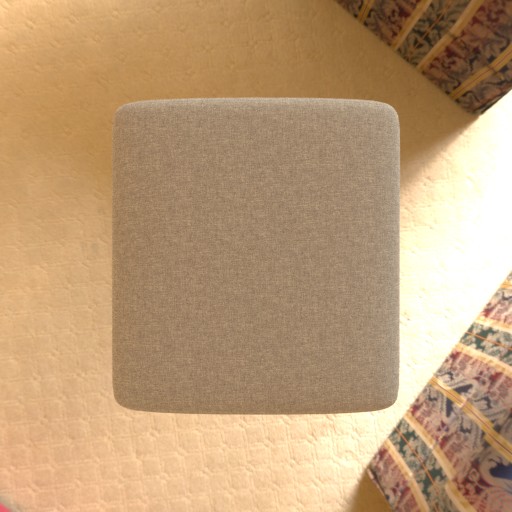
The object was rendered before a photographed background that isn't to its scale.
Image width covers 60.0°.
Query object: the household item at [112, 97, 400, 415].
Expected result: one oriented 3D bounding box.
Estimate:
[{"bbox_3d":[0.000,0.000,0.890,0.530,0.410,0.530,0,90,0],"label":"household item"}]
